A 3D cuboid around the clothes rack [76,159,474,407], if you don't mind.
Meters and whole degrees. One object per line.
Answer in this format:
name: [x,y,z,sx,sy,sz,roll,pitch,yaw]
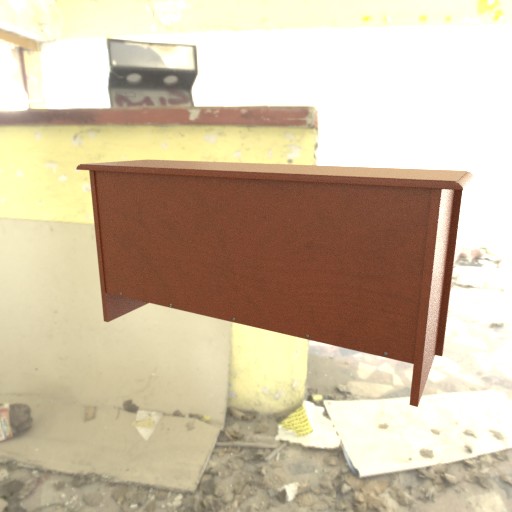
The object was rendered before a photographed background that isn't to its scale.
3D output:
clothes rack: [0.000,0.000,1.502,1.251,0.594,0.362,8,17,28]
